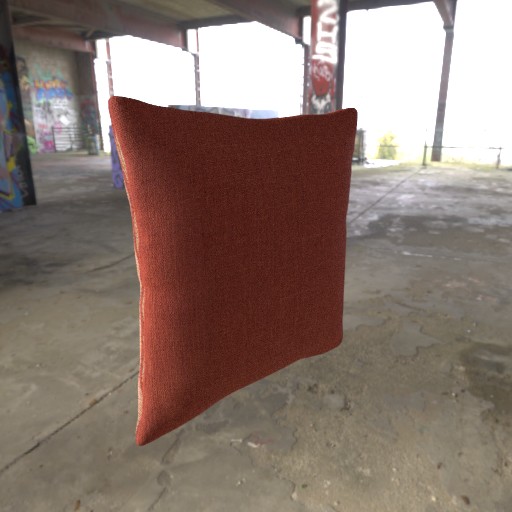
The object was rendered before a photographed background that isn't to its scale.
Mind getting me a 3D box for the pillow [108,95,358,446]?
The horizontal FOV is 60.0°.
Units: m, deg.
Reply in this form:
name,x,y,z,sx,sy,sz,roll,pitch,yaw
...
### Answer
name,x,y,z,sx,sy,sz,roll,pitch,yaw
pillow,0.000,0.000,0.658,0.429,0.434,0.159,-15,23,-41
